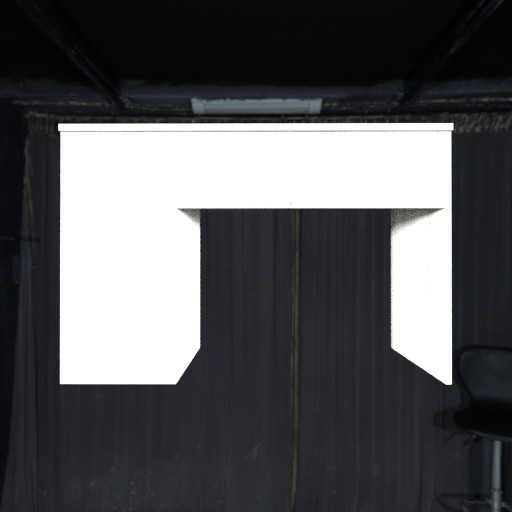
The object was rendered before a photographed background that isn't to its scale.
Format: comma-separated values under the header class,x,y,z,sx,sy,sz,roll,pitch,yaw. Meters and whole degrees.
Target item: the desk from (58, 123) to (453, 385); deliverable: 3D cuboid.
class,x,y,z,sx,sy,sz,roll,pitch,yaw
desk,0.000,0.000,1.505,1.096,0.730,0.560,0,0,0
